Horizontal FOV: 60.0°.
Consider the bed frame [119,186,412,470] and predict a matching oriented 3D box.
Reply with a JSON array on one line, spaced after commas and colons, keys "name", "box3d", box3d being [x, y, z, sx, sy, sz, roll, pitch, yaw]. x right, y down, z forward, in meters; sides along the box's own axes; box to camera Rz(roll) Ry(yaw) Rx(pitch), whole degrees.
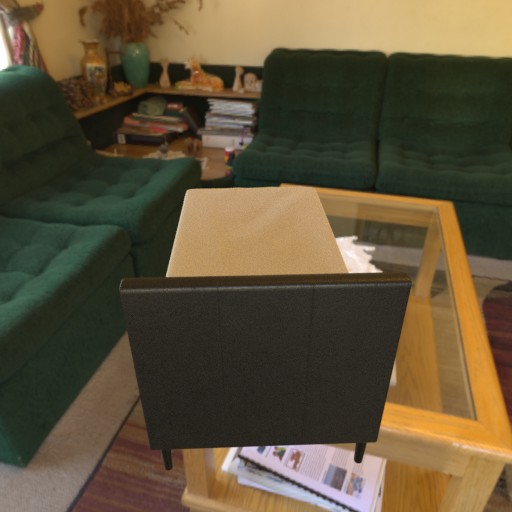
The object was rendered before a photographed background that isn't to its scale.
[{"name": "bed frame", "box3d": [0.000, 0.000, 2.539, 1.038, 1.046, 2.152, -1, 31, -2]}]
